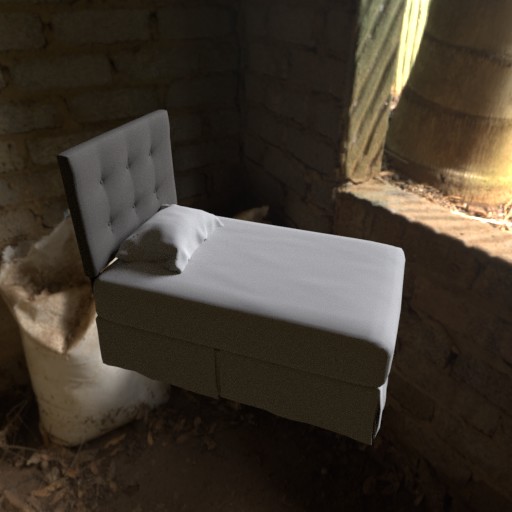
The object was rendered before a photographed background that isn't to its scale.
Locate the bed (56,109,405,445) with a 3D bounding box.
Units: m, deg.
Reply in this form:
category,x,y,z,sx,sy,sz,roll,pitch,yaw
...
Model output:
category,x,y,z,sx,sy,sz,roll,pitch,yaw
bed,0.000,0.000,3.035,1.997,1.571,1.261,10,33,17
